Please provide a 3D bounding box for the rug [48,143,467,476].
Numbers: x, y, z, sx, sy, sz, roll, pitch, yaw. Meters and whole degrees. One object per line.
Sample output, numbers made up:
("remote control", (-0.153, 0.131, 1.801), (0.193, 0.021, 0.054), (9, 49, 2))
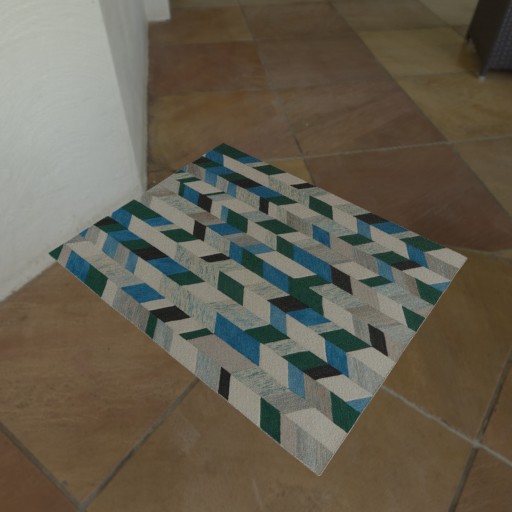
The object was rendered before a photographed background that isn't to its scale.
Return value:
("rug", (0.000, 0.000, 4.087), (3.036, 0.008, 2.440), (31, 54, 26))
